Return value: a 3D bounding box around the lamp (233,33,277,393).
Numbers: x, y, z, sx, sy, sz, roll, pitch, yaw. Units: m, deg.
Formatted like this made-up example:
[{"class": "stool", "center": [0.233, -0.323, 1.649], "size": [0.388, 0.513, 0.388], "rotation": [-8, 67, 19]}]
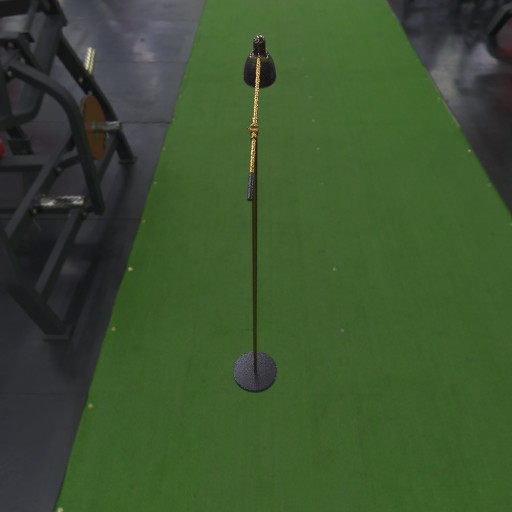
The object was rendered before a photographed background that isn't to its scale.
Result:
[{"class": "lamp", "center": [0.000, 0.000, 1.855], "size": [0.235, 1.628, 0.618], "rotation": [2, 46, 2]}]
